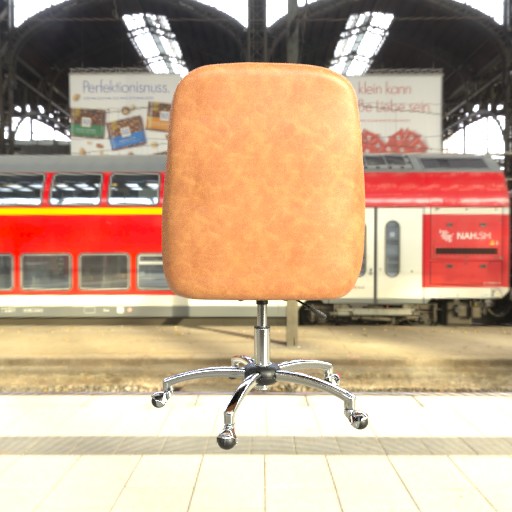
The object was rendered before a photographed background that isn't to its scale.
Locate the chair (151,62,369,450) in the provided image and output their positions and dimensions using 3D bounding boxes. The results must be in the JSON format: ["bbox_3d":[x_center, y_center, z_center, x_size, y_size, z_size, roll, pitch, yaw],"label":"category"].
[{"bbox_3d":[0.000,0.000,1.324,0.628,0.909,0.615,0,1,-1],"label":"chair"}]
